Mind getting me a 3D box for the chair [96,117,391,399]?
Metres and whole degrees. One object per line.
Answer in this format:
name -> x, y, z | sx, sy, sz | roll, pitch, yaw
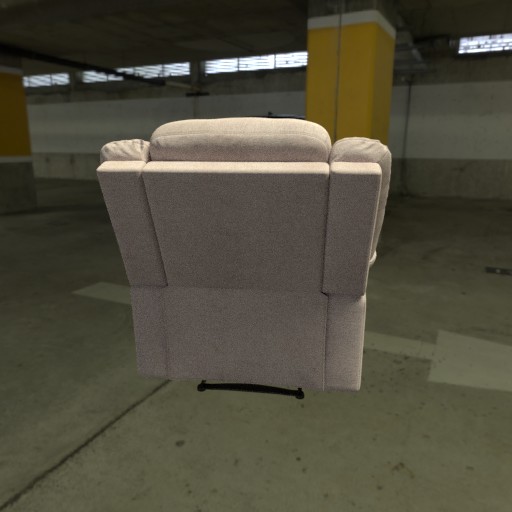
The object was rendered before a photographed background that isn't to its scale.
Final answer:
chair -> 0.000, 0.000, 1.742 | 0.899, 1.008, 0.944 | 2, 14, 8
